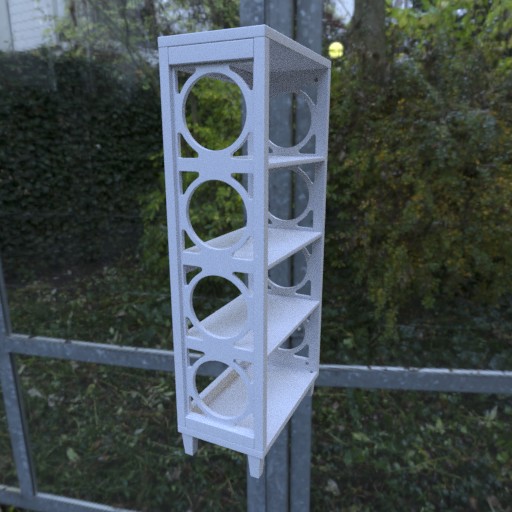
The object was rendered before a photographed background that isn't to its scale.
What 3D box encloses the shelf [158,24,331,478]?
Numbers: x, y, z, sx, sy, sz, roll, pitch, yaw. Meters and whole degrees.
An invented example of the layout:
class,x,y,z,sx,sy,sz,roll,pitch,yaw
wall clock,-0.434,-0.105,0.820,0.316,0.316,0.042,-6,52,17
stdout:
class,x,y,z,sx,sy,sz,roll,pitch,yaw
shelf,0.000,0.000,1.652,0.340,1.411,0.611,7,16,24
